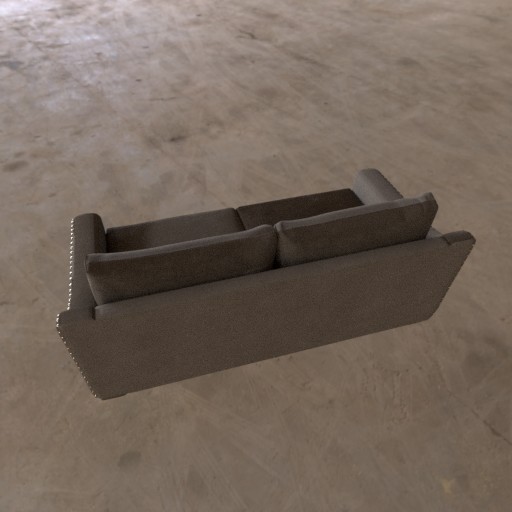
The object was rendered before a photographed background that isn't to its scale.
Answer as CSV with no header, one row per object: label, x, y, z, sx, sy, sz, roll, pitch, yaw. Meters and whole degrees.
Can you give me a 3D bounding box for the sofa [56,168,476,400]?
sofa,0.000,0.000,3.289,2.550,1.196,1.336,-11,43,-12
